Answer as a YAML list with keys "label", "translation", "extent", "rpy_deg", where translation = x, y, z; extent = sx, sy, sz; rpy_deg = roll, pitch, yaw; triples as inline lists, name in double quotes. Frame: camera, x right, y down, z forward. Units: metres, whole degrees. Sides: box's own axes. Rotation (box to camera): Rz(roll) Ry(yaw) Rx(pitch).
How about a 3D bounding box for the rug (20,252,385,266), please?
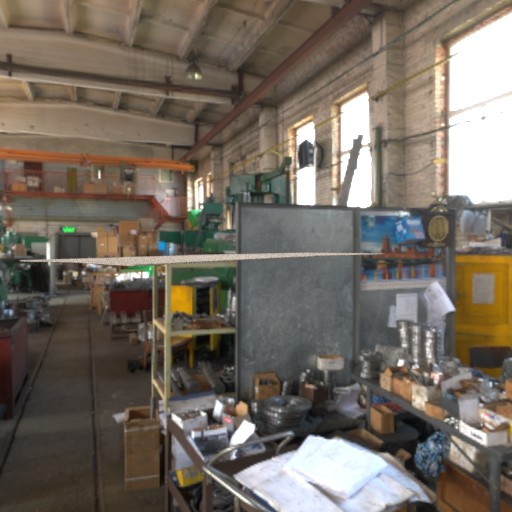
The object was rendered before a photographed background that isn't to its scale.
- label: "rug"
  translation: [0.000, 0.000, 2.550]
  extent: [0.697, 0.013, 2.335]
  rpy_deg: [1, 2, 36]
